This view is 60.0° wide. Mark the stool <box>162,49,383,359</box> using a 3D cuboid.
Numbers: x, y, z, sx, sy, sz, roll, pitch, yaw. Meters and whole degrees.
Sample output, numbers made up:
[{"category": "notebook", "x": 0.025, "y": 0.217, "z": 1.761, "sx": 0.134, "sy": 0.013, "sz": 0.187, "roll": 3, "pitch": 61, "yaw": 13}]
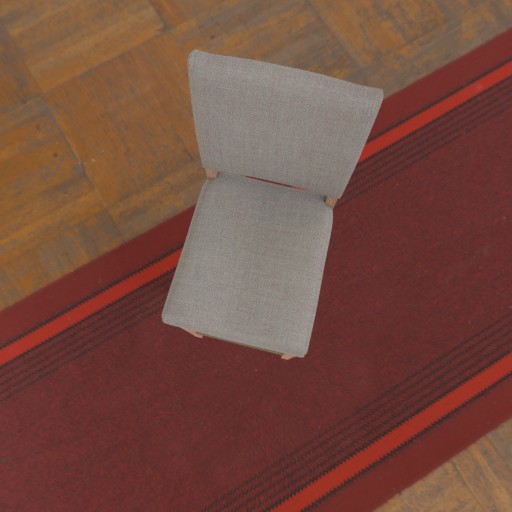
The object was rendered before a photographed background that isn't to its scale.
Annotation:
[{"category": "stool", "x": 0.000, "y": 0.000, "z": 1.477, "sx": 0.445, "sy": 1.203, "sz": 0.585, "roll": 13, "pitch": 76, "yaw": 3}]
